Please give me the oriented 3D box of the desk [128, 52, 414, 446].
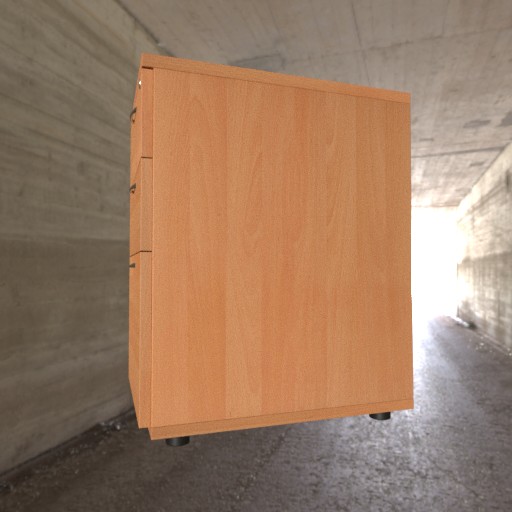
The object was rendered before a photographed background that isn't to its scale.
[{"bbox_3d":[0.000,0.000,1.084,0.600,0.730,0.404,1,-2,-19],"label":"desk"}]
